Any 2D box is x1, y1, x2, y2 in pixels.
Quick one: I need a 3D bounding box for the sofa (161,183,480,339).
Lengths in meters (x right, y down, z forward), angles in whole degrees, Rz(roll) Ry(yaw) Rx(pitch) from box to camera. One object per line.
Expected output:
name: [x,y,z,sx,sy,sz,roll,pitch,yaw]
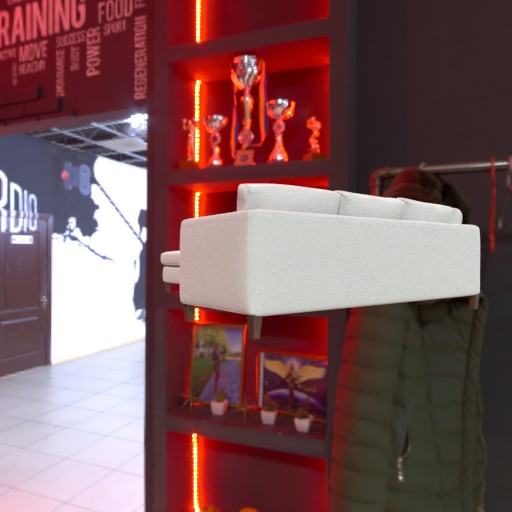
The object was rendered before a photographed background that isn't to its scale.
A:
sofa: [0.000,0.000,4.641,2.593,0.956,3.459,0,0,-36]
